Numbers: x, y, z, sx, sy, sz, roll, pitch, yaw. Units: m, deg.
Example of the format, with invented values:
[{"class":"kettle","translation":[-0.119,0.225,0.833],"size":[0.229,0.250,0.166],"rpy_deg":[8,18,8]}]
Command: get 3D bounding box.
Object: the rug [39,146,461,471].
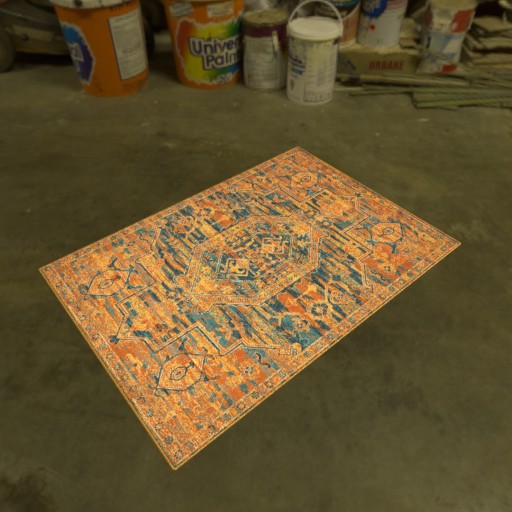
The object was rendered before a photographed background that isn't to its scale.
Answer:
[{"class":"rug","translation":[0.000,0.000,3.713],"size":[2.916,0.019,2.043],"rpy_deg":[-31,53,-27]}]
